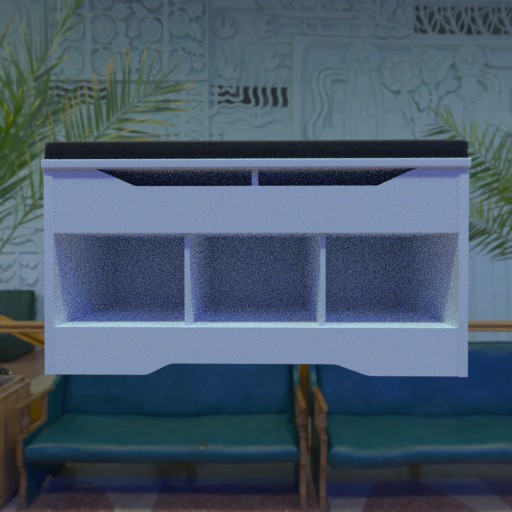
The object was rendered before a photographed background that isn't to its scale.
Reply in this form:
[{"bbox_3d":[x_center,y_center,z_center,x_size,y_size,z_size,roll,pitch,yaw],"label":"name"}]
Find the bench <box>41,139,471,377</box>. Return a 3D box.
[{"bbox_3d":[0.000,0.000,1.125,0.899,0.500,0.401,0,1,1],"label":"bench"}]
